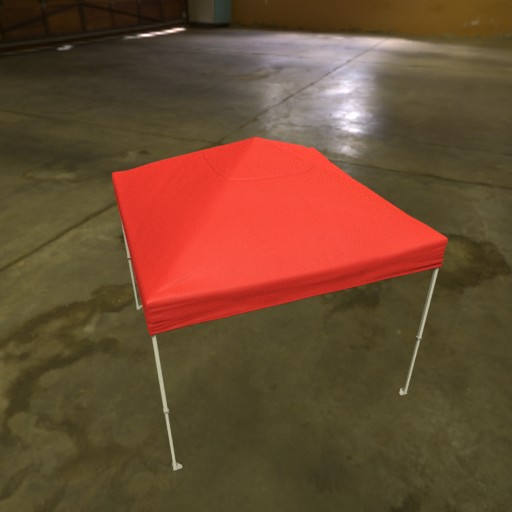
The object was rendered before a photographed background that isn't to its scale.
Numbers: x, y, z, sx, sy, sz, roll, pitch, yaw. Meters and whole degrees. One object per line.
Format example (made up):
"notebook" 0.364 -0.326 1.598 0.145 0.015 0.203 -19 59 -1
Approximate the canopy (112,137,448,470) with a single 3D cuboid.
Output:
"canopy" 0.000 0.000 5.527 2.998 2.997 2.996 -11 34 -17
